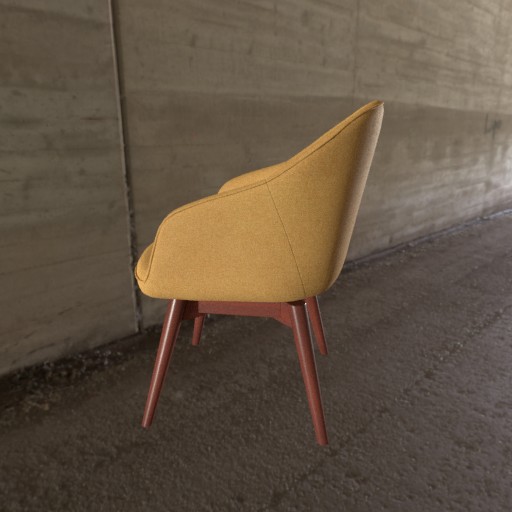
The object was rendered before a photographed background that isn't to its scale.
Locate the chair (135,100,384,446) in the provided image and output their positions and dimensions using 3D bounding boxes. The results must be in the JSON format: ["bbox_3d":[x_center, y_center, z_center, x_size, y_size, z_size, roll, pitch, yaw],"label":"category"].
[{"bbox_3d":[0.000,0.000,1.251,0.635,0.823,0.596,2,16,8],"label":"chair"}]
